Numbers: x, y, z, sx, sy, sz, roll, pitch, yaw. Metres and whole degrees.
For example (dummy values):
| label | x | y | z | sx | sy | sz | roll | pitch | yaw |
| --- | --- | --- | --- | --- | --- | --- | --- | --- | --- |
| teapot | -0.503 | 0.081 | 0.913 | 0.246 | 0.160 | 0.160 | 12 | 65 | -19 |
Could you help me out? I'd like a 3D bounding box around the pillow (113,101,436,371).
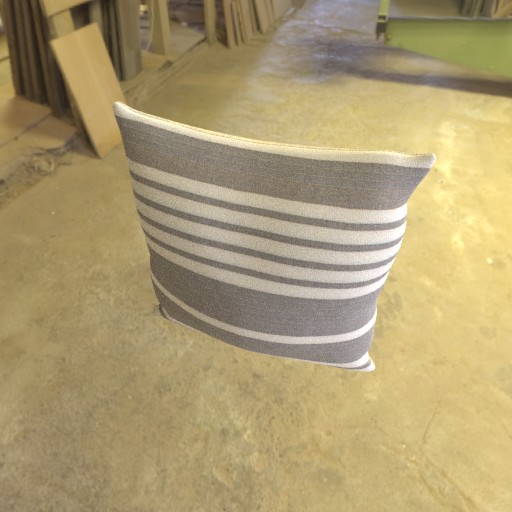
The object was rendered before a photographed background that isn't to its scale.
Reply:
| label | x | y | z | sx | sy | sz | roll | pitch | yaw |
| --- | --- | --- | --- | --- | --- | --- | --- | --- | --- |
| pillow | 0.000 | 0.000 | 0.697 | 0.439 | 0.440 | 0.182 | 13 | 42 | 14 |
